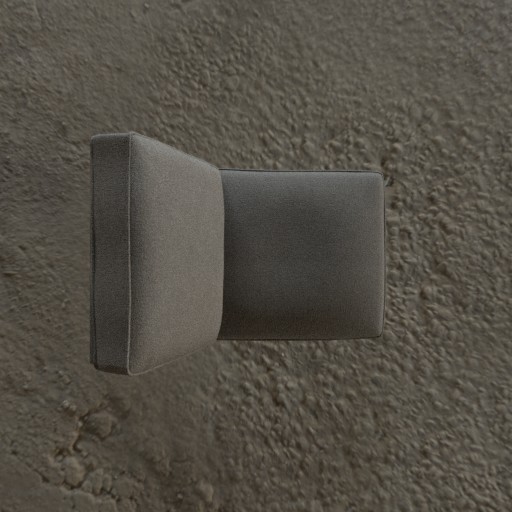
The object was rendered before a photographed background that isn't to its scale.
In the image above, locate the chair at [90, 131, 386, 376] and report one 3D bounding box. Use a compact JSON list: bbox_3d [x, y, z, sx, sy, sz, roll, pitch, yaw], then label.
[{"bbox_3d":[0.000,0.000,1.555,0.938,0.970,0.621,0,90,-2],"label":"chair"}]
